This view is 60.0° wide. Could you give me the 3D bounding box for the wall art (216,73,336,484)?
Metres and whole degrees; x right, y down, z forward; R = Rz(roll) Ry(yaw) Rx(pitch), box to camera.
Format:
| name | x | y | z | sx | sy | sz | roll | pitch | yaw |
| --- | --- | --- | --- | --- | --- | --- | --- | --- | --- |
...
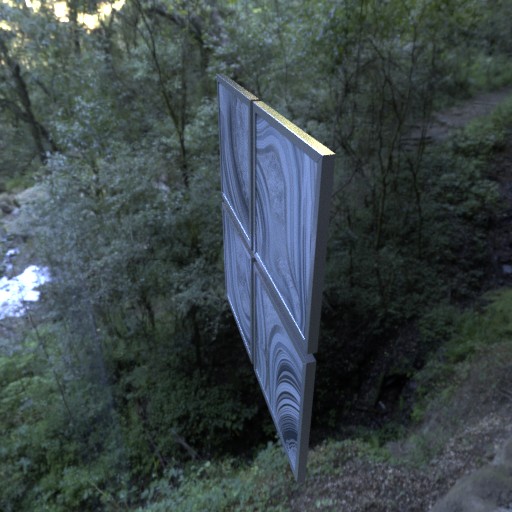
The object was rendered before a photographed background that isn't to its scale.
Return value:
| name | x | y | z | sx | sy | sz | roll | pitch | yaw |
| --- | --- | --- | --- | --- | --- | --- | --- | --- | --- |
| wall art | 0.000 | 0.000 | 1.657 | 0.029 | 1.118 | 1.118 | -8 | 31 | -13 |
